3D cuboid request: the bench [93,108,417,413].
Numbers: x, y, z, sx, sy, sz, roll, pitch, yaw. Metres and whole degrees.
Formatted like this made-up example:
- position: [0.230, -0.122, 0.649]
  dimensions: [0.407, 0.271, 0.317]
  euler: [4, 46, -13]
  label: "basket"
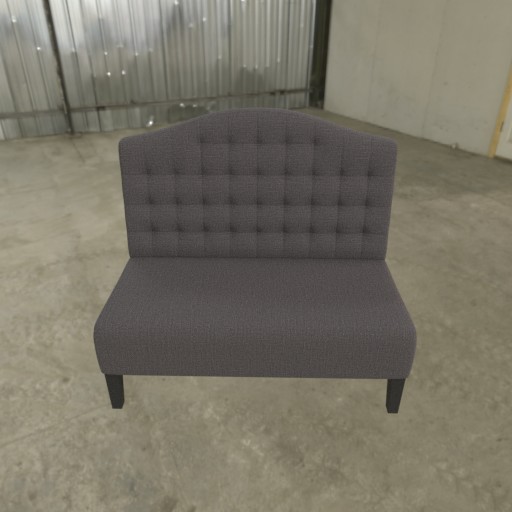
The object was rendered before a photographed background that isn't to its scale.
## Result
- position: [0.000, 0.000, 2.051]
  dimensions: [1.335, 1.180, 0.815]
  euler: [1, 30, 1]
  label: "bench"
